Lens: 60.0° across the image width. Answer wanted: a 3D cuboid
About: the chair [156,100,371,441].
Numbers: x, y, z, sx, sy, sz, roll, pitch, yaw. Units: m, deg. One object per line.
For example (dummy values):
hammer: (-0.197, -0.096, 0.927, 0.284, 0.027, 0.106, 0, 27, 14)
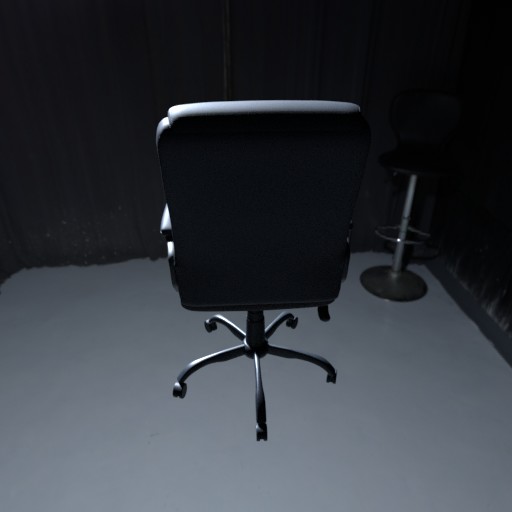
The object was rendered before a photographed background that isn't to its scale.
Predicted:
chair: (0.000, 0.000, 1.446, 0.615, 1.072, 0.655, -2, 30, -3)
